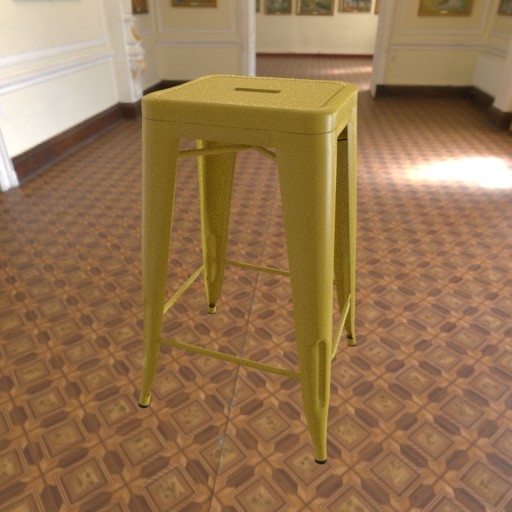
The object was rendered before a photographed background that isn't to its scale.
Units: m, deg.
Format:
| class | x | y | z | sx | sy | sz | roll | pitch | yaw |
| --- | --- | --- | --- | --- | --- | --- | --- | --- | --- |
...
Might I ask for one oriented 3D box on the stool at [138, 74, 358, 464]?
| class | x | y | z | sx | sy | sz | roll | pitch | yaw |
| --- | --- | --- | --- | --- | --- | --- | --- | --- | --- |
| stool | 0.000 | 0.000 | 0.850 | 0.399 | 0.609 | 0.359 | 10 | 32 | 17 |
